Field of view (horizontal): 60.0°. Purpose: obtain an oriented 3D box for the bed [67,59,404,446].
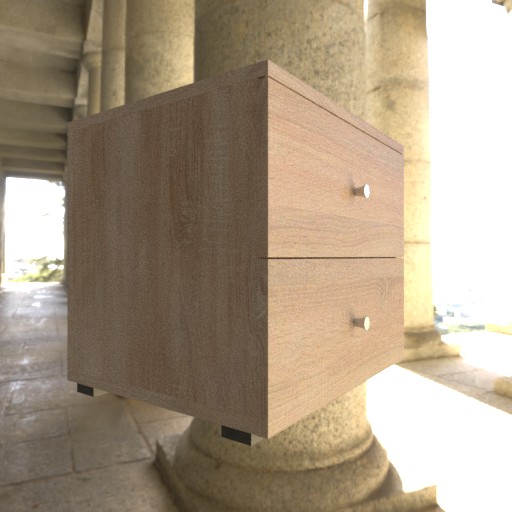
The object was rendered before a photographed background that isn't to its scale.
[{"bbox_3d":[0.000,0.000,0.766,0.401,0.420,0.460,0,0,36],"label":"bed"}]
